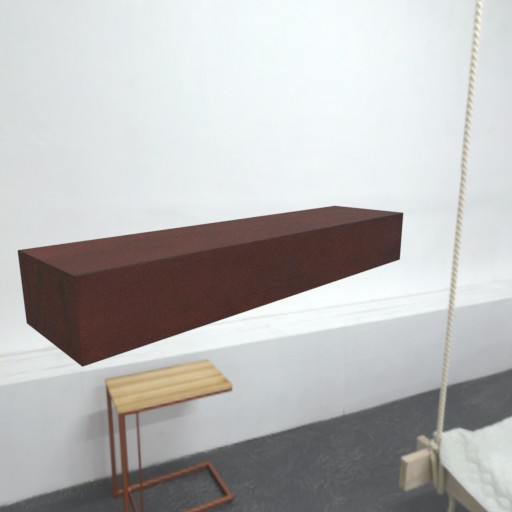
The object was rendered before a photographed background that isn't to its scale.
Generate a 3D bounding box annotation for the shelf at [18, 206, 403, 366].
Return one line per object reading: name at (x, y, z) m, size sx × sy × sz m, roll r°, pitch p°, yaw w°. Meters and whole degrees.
shelf at (0.000, 0.000, 0.665) m, size 0.607 × 0.088 × 0.152 m, roll -13°, pitch 18°, yaw -43°
